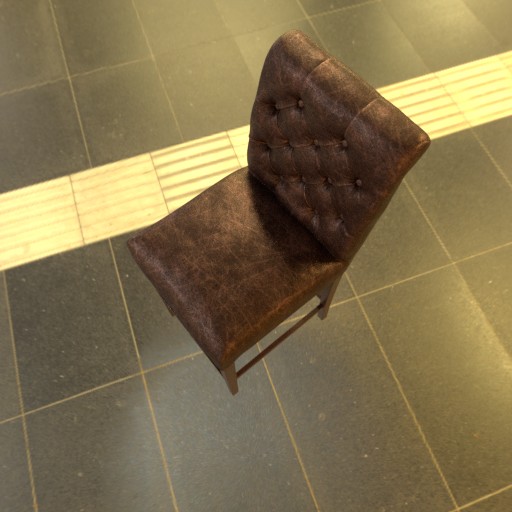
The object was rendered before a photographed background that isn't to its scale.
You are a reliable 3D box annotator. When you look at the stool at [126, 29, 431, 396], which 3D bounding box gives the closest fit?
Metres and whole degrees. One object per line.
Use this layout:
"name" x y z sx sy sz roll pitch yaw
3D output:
"stool" 0.000 0.000 1.477 0.659 1.168 0.483 -37 71 -15
